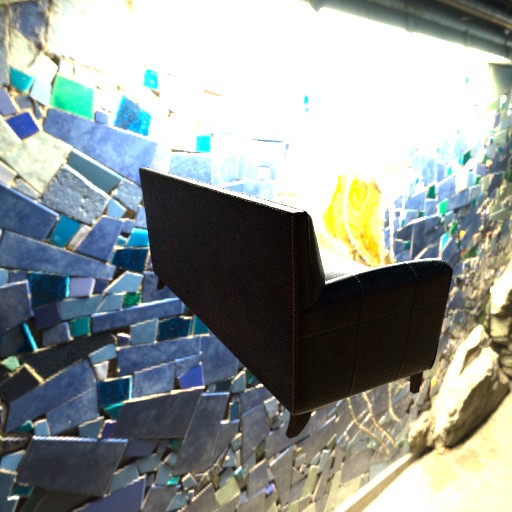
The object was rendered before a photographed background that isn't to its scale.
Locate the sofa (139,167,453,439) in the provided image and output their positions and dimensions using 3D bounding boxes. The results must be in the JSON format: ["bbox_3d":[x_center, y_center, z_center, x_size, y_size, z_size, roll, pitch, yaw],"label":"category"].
[{"bbox_3d":[0.000,0.000,2.470,0.786,0.871,1.995,-8,18,-26],"label":"sofa"}]
